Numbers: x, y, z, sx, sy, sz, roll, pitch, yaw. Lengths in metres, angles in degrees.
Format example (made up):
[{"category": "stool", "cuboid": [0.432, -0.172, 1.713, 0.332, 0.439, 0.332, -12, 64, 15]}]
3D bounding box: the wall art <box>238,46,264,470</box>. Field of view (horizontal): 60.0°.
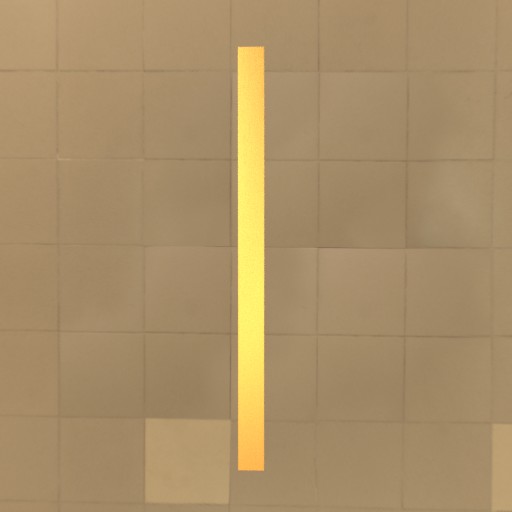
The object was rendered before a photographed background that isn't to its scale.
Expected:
[{"category": "wall art", "cuboid": [0.000, 0.000, 1.018, 0.038, 0.762, 0.610, 0, 91, 1]}]
